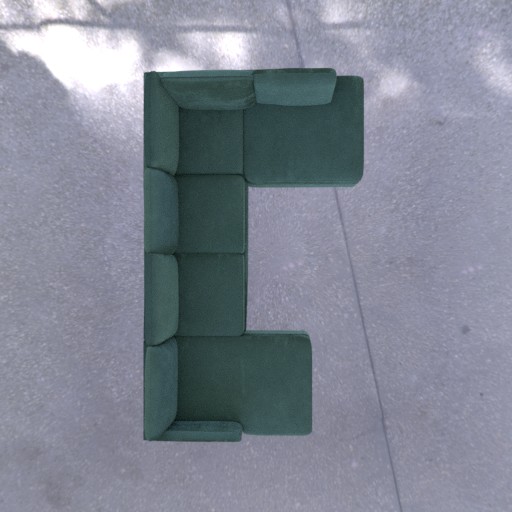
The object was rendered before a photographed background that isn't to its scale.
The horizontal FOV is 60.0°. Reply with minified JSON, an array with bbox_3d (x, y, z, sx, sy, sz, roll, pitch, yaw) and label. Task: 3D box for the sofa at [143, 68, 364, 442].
[{"bbox_3d":[0.000,0.000,4.252,2.055,0.992,3.434,0,90,2],"label":"sofa"}]
